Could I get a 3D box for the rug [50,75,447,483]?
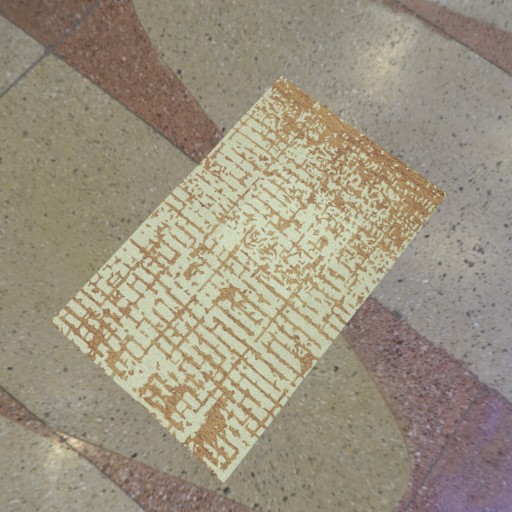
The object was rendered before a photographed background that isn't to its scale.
[{"bbox_3d":[0.000,0.000,3.034,1.517,0.011,2.435,39,79,9],"label":"rug"}]
